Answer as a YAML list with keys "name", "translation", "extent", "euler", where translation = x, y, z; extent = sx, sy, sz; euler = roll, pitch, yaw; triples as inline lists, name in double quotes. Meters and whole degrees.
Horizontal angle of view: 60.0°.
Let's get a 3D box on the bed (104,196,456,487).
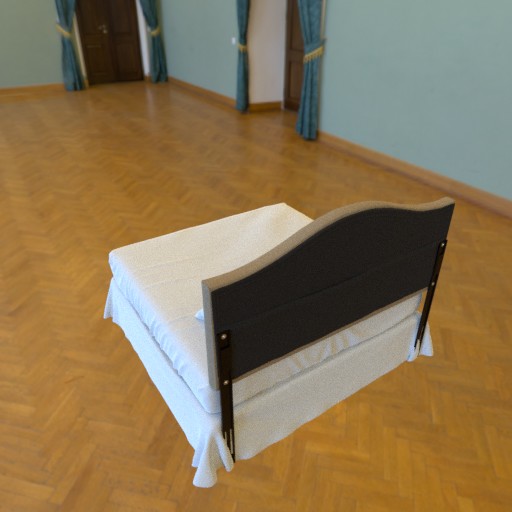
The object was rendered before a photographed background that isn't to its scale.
- name: "bed"
  translation: [0.000, 0.000, 3.707]
  extent: [2.311, 1.651, 2.222]
  euler: [-19, 36, -28]
